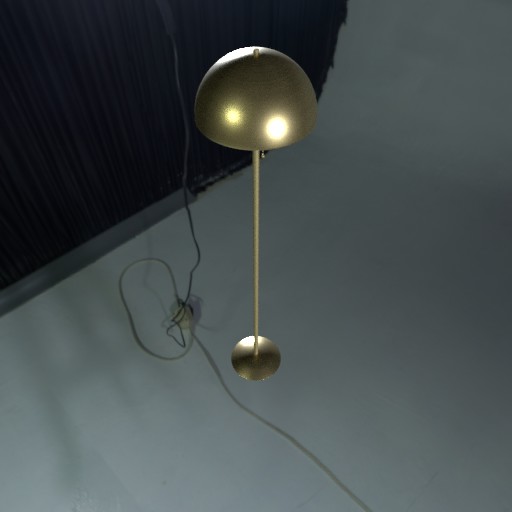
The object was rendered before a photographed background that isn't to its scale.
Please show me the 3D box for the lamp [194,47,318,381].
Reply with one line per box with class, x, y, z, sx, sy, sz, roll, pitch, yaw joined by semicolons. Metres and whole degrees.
lamp;0.000;0.000;1.611;0.328;1.480;0.328;33;56;26
